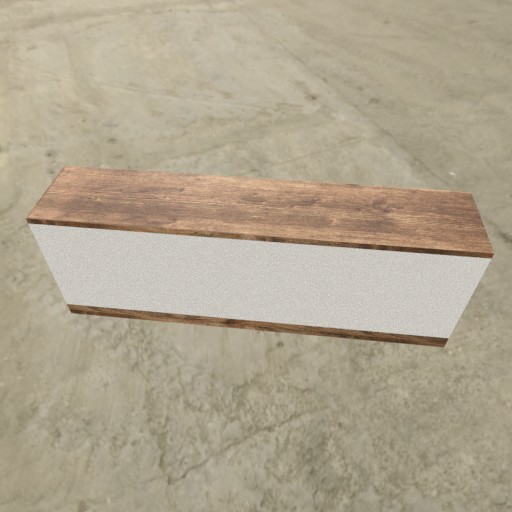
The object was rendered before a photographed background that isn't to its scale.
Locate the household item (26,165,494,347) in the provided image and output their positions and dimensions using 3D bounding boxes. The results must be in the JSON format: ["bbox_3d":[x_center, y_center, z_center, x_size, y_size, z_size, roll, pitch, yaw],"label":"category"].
[{"bbox_3d":[0.000,0.000,2.047,1.800,0.615,0.390,4,45,4],"label":"household item"}]
